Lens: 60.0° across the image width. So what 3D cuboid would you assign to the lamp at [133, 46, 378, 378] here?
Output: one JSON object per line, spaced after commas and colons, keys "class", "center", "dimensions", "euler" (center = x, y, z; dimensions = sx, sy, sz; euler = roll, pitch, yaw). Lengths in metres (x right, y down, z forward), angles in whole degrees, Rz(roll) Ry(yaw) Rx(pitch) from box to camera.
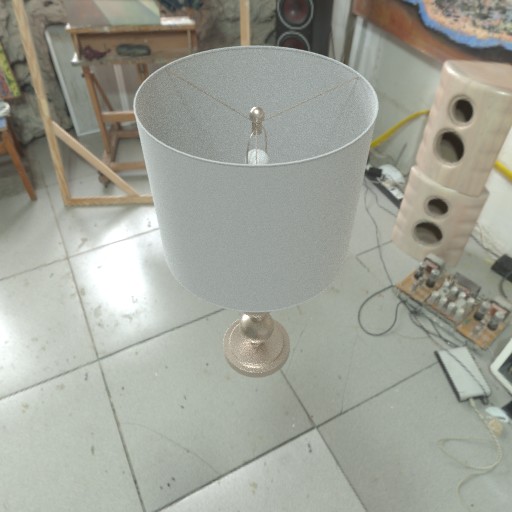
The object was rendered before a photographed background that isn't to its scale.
{"class": "lamp", "center": [0.000, 0.000, 0.701], "dimensions": [0.277, 0.538, 0.277], "euler": [26, 52, 22]}
